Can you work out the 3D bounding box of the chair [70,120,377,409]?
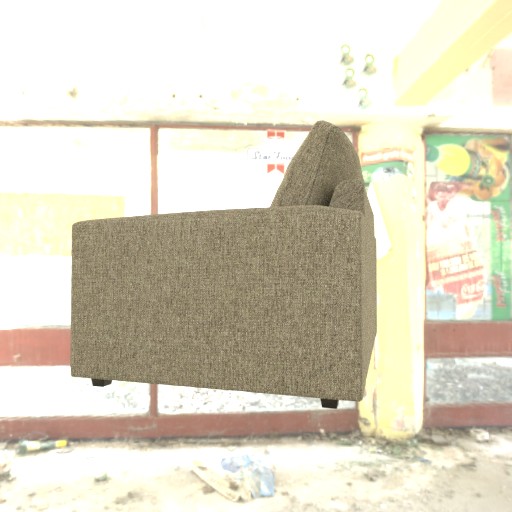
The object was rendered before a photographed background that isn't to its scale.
[{"bbox_3d":[0.000,0.000,2.053,1.039,0.915,1.398,0,-1,17],"label":"chair"}]
